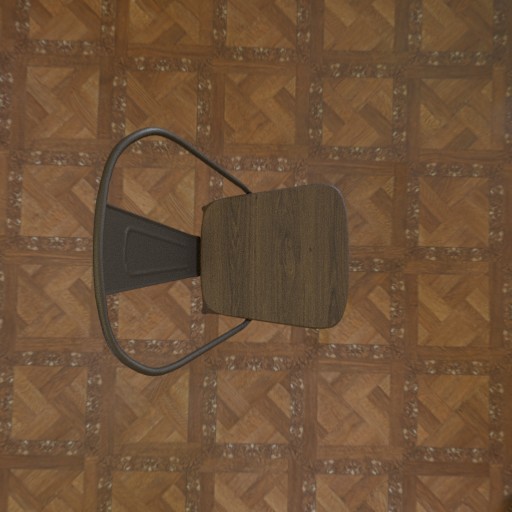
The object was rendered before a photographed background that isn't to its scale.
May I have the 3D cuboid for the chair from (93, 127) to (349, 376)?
[{"bbox_3d":[0.000,0.000,1.132,0.532,0.844,0.451,0,88,0],"label":"chair"}]
